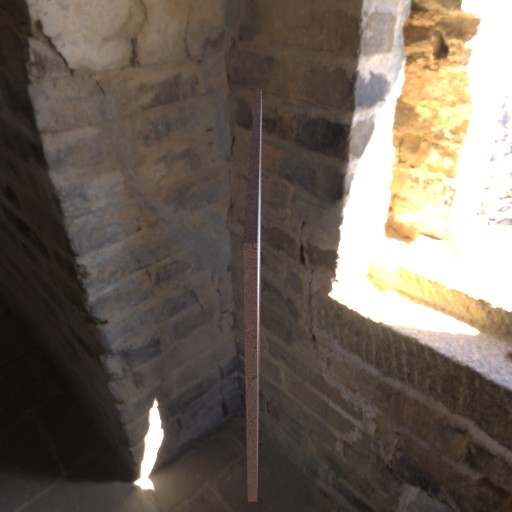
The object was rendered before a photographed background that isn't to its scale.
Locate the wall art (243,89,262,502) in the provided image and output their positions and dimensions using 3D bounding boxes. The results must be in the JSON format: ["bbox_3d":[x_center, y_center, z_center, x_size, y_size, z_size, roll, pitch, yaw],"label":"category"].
[{"bbox_3d":[0.000,0.000,1.139,0.019,0.626,0.917,1,33,1],"label":"wall art"}]
